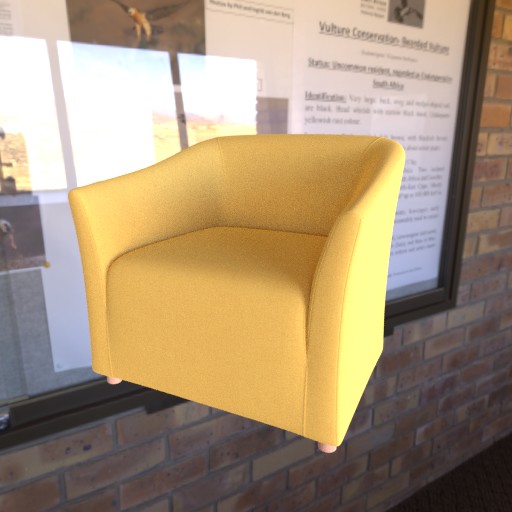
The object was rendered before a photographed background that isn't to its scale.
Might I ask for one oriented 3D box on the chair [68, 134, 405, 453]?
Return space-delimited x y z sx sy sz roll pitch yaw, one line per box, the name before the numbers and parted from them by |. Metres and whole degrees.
chair | 0.000 0.000 1.355 0.790 0.720 0.700 7 17 25
